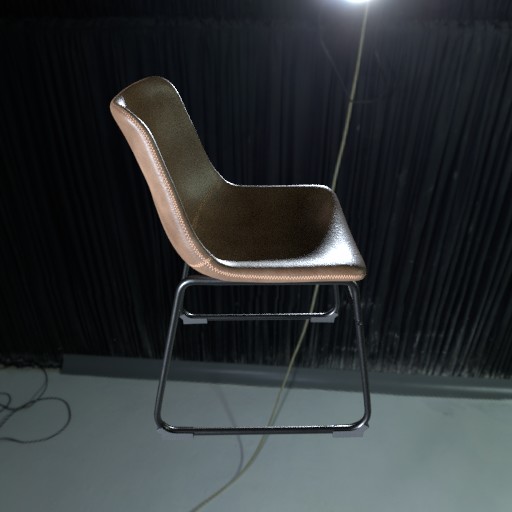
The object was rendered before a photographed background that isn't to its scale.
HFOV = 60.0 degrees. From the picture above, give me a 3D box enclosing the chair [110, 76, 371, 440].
[{"bbox_3d":[0.000,0.000,1.086,0.551,0.780,0.460,-1,32,-1],"label":"chair"}]
